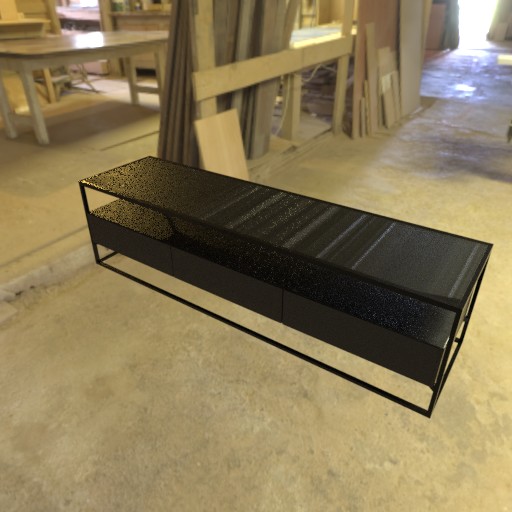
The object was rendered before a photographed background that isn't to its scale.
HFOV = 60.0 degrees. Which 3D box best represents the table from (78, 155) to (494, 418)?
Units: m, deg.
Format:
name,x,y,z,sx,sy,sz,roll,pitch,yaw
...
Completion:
name,x,y,z,sx,sy,sz,roll,pitch,yaw
table,0.000,0.000,1.674,1.486,0.395,0.399,20,36,29
